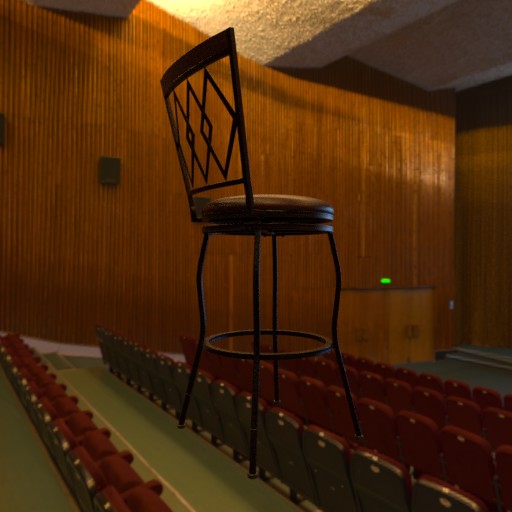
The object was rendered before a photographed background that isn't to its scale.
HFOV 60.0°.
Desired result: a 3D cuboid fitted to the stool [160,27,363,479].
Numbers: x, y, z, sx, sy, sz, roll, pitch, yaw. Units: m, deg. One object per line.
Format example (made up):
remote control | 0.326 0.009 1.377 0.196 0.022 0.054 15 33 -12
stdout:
stool | 0.000 0.000 1.394 0.521 1.134 0.432 0 0 -36
